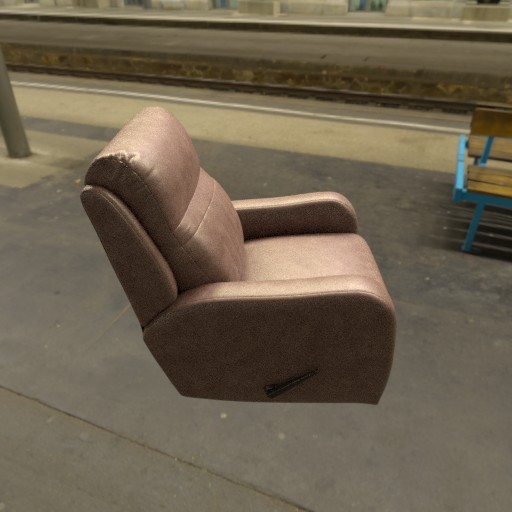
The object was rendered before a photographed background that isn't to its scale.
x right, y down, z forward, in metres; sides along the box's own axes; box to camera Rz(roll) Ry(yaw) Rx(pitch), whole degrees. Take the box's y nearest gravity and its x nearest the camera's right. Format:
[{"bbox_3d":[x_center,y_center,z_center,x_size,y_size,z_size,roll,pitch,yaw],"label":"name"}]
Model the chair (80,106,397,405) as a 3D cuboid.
[{"bbox_3d":[0.000,0.000,1.817,1.067,1.067,0.865,0,33,0],"label":"chair"}]
